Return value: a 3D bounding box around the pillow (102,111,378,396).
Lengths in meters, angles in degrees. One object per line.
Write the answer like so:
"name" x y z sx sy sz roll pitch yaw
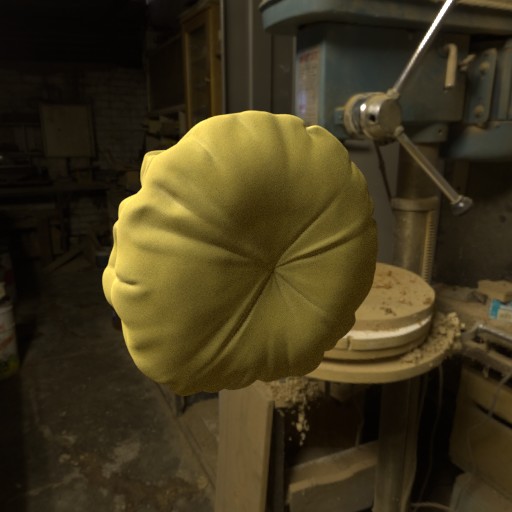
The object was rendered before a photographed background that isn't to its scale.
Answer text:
"pillow" 0.000 0.000 0.653 0.428 0.407 0.148 -8 18 -26
